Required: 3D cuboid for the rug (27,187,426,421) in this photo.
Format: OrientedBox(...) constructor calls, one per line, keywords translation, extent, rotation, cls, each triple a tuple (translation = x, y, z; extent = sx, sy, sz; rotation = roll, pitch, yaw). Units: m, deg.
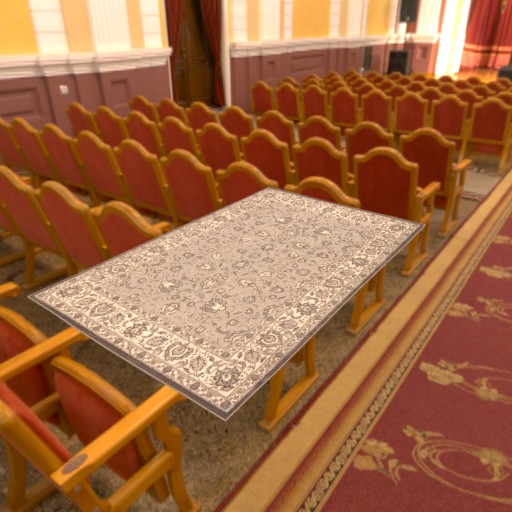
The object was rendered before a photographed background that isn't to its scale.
OrientedBox(translation=(0.000, 0.000, 3.034), extent=(1.524, 0.011, 2.438), rotation=(19, 33, 32), cls="rug")
